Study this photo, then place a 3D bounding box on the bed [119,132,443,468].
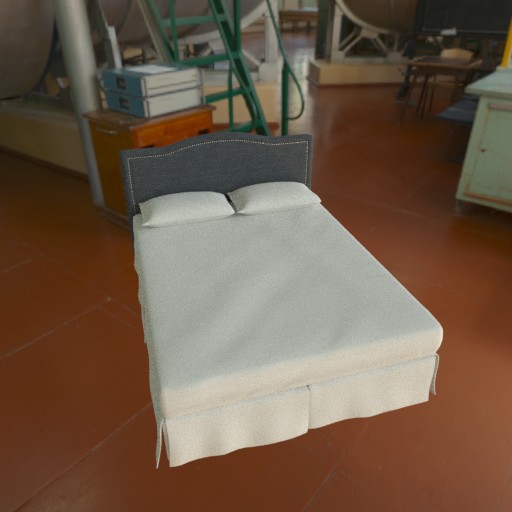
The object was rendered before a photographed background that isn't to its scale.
[{"bbox_3d":[0.000,0.000,3.892,2.161,1.457,2.689,-9,33,-14],"label":"bed"}]
